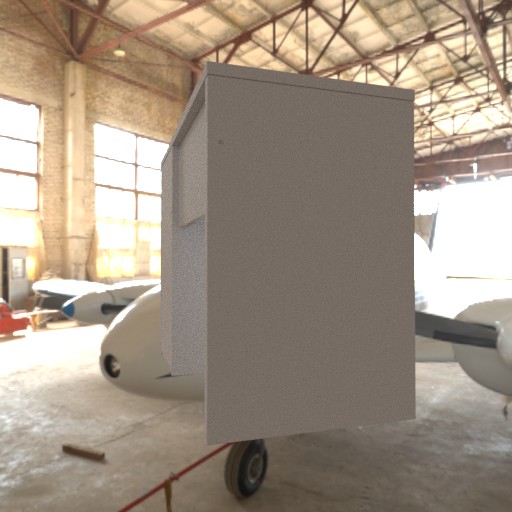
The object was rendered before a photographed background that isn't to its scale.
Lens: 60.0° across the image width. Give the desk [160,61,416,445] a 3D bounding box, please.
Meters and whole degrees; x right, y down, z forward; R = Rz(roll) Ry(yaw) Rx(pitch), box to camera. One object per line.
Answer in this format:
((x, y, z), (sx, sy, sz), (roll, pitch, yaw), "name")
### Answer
((0.000, 0.000, 1.340), (0.482, 0.730, 0.898), (0, -1, -18), "desk")
